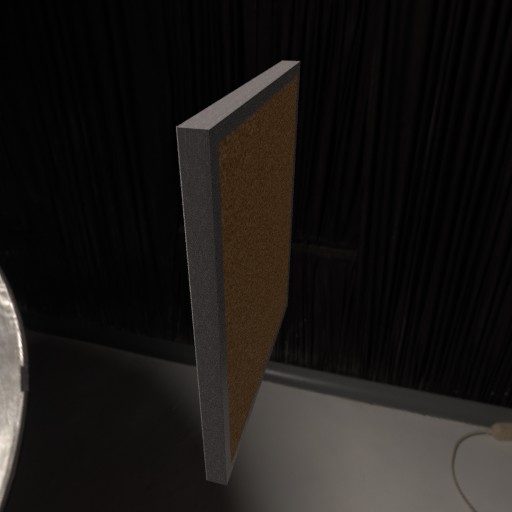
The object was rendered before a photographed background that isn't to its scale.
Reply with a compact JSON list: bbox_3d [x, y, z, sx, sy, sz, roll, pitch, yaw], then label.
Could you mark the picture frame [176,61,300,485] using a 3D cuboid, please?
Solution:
[{"bbox_3d":[0.000,0.000,0.514,0.027,0.378,0.327,8,32,13],"label":"picture frame"}]
